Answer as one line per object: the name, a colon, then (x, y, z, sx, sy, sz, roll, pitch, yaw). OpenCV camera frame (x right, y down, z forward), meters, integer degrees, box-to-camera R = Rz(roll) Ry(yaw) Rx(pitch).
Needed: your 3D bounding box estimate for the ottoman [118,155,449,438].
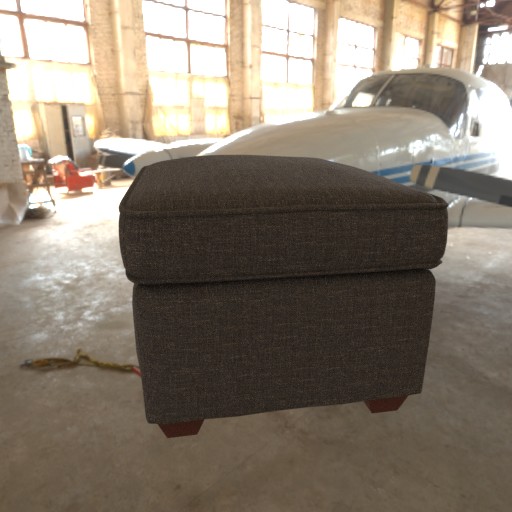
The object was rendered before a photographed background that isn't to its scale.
ottoman: (0.000, 0.000, 1.062, 0.549, 0.450, 0.749, -3, 17, -10)
